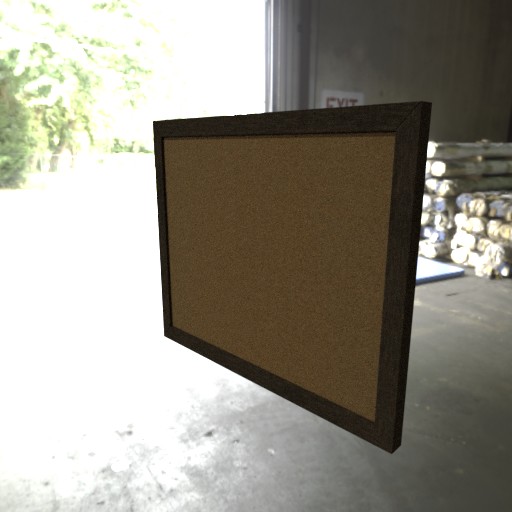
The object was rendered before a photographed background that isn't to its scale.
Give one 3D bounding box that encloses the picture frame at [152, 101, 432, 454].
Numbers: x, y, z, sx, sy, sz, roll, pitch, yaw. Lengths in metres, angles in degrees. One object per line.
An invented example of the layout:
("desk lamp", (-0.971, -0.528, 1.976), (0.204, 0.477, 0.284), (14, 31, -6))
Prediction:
("picture frame", (0.000, 0.000, 0.743), (0.546, 0.455, 0.026), (13, 19, 43))
